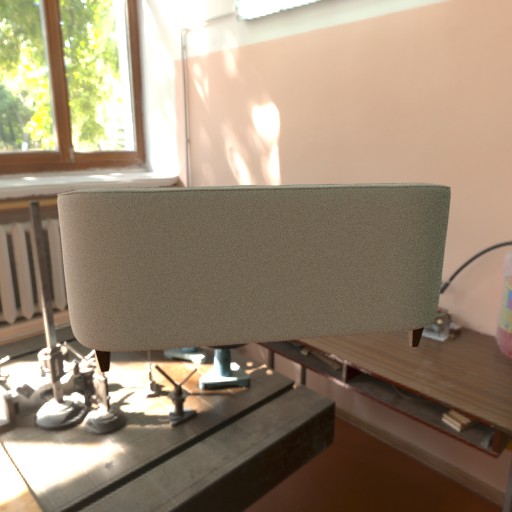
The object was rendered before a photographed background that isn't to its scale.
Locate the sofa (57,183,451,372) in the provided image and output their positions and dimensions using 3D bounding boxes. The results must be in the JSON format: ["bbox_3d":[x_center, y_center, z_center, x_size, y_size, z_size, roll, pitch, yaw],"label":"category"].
[{"bbox_3d":[0.000,0.000,2.254,1.733,0.855,0.941,-2,15,-9],"label":"sofa"}]
